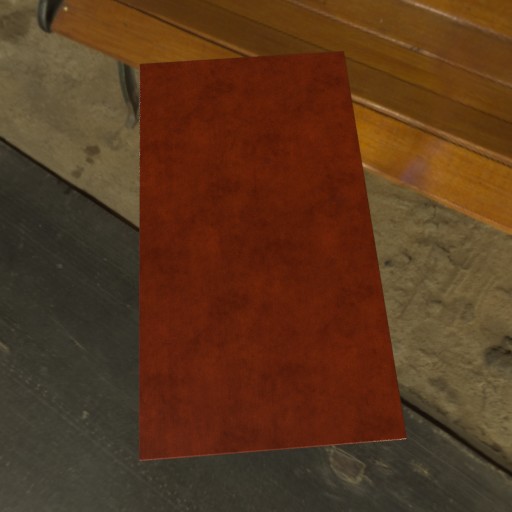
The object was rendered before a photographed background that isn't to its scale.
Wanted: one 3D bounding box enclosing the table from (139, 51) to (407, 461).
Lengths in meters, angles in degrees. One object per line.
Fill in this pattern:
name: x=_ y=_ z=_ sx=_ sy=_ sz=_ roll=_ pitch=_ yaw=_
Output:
table: x=0.000 y=0.000 z=1.229 sx=0.533 sy=0.456 sz=0.943 roll=-4 pitch=73 yaw=-1
